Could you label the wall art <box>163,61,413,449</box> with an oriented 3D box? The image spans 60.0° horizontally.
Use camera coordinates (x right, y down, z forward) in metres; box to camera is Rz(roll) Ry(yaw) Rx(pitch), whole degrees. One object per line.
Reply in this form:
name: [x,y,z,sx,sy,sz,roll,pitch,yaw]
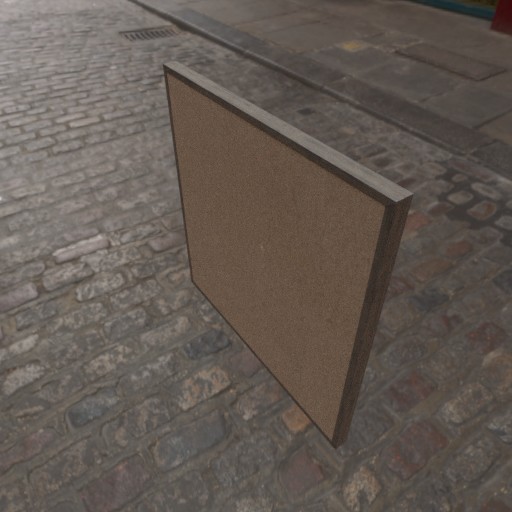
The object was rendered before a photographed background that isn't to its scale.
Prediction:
wall art: [0.000,0.000,1.138,0.038,0.762,0.762,-25,46,-26]
